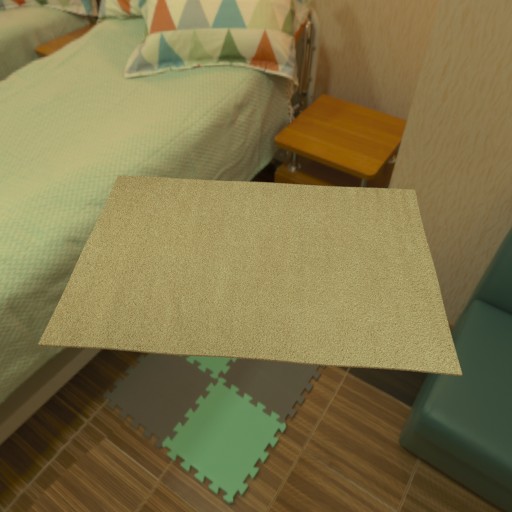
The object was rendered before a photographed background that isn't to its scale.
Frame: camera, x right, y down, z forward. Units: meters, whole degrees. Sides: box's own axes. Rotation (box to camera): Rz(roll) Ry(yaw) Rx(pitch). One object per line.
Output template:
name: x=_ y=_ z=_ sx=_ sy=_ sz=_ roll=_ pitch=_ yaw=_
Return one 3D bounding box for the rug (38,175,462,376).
rug: x=0.000 y=0.000 z=3.418 sx=2.699 sy=0.025 sz=1.800 roll=3 pitch=48 yaw=3
